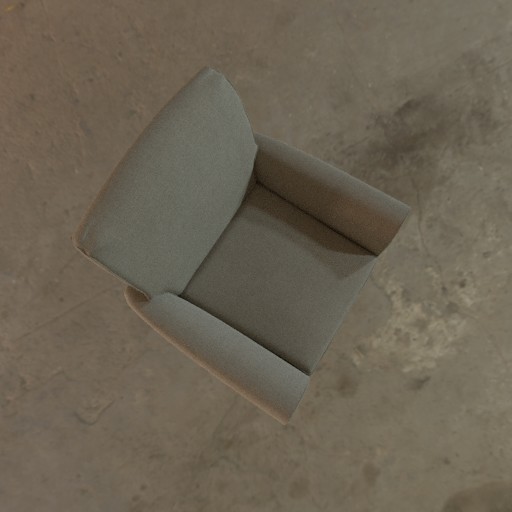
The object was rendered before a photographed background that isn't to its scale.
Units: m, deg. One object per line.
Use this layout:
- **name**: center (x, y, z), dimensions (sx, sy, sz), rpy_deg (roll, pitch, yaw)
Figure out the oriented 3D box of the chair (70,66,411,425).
- **chair**: center (0.000, 0.000, 1.809), dimensions (0.905, 1.061, 0.978), rpy_deg (31, 78, 8)
